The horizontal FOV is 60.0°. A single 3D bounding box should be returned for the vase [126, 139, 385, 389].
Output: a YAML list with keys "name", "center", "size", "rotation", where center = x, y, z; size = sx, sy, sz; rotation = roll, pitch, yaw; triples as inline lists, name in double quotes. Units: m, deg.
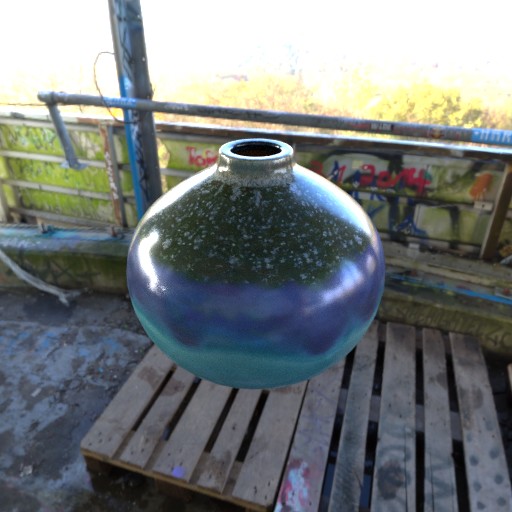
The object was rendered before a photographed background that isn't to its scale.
- name: "vase"
  center: [0.000, 0.000, 0.270]
  size: [0.154, 0.133, 0.154]
  rotation: [0, 30, 0]
